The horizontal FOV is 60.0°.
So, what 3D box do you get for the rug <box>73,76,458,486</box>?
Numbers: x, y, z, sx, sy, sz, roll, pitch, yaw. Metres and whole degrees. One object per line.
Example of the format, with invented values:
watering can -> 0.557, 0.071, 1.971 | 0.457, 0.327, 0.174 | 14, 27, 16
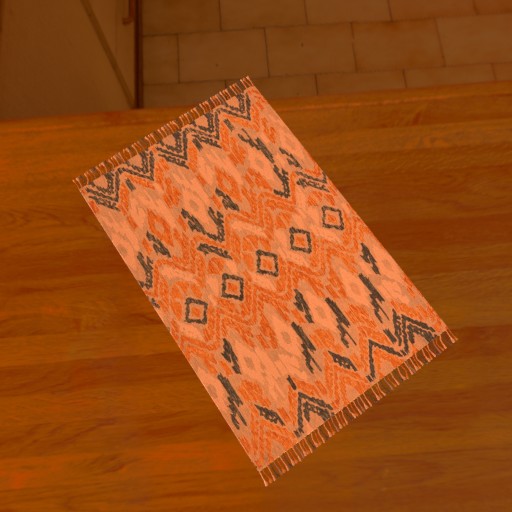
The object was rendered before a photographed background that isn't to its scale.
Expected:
rug -> 0.000, 0.000, 3.026 | 1.533, 0.010, 2.428 | -34, 78, -9
